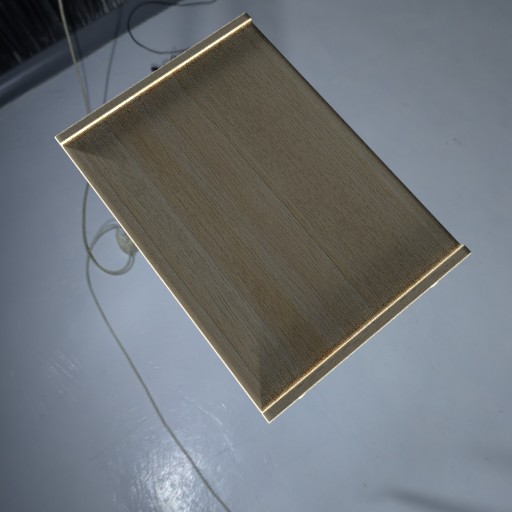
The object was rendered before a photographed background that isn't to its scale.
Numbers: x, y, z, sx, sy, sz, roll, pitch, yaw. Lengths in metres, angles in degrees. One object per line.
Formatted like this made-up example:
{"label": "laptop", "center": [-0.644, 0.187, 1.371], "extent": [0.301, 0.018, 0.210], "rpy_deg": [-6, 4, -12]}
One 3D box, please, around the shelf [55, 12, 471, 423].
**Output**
{"label": "shelf", "center": [0.000, 0.000, 0.798], "extent": [0.290, 0.592, 0.414], "rpy_deg": [-37, 79, -9]}
